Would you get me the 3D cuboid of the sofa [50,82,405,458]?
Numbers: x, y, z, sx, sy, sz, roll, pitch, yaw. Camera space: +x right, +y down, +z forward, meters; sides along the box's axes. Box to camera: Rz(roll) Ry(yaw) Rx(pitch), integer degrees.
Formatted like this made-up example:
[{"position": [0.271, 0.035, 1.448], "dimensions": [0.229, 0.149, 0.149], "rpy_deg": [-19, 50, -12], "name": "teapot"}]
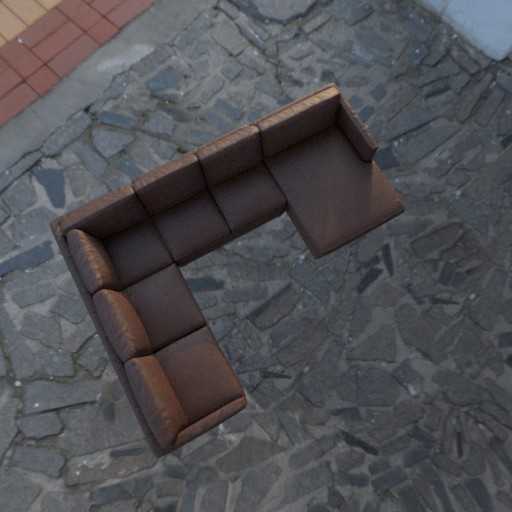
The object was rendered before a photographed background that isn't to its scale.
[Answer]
[{"position": [0.000, 0.000, 4.693], "dimensions": [3.460, 0.923, 2.593], "rpy_deg": [-28, 76, -7], "name": "sofa"}]
